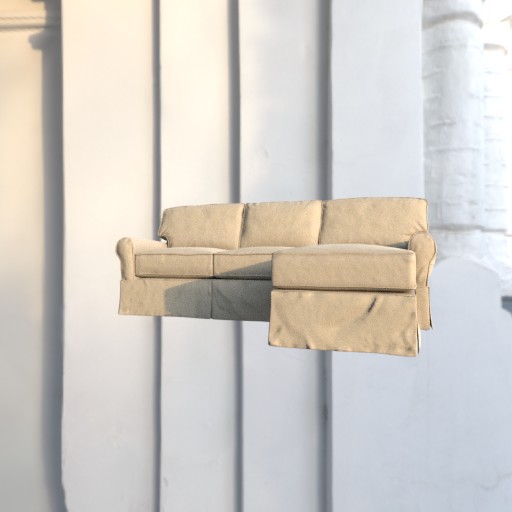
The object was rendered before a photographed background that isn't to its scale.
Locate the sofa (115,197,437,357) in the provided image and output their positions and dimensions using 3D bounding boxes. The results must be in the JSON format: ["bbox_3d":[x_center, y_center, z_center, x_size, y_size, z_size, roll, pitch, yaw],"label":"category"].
[{"bbox_3d":[0.000,0.000,3.266,2.475,0.978,1.733,0,0,19],"label":"sofa"}]
